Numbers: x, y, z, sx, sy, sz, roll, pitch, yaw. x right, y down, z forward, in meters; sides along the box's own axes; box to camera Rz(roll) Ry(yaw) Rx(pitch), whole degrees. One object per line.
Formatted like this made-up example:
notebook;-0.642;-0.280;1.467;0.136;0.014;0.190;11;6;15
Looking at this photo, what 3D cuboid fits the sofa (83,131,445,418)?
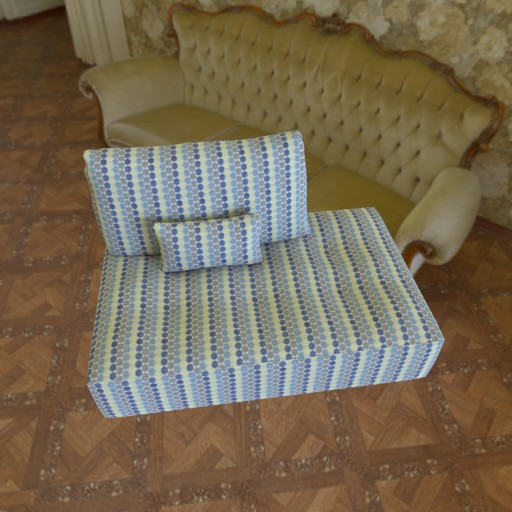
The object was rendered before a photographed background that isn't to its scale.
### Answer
sofa;0.000;0.000;1.999;1.450;0.820;1.000;-6;45;-6
